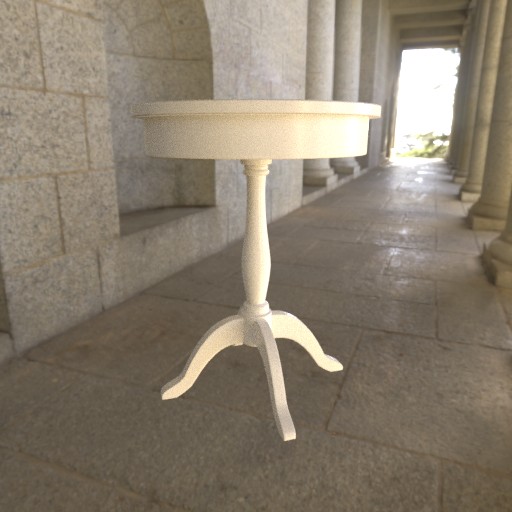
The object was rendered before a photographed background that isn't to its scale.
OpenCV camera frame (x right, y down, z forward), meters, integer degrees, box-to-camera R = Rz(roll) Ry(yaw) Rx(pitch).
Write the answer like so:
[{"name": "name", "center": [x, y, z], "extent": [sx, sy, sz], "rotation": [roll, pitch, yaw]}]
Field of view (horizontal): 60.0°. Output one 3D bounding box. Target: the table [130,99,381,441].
[{"name": "table", "center": [0.000, 0.000, 1.025], "extent": [0.513, 0.653, 0.513], "rotation": [0, 16, 0]}]
